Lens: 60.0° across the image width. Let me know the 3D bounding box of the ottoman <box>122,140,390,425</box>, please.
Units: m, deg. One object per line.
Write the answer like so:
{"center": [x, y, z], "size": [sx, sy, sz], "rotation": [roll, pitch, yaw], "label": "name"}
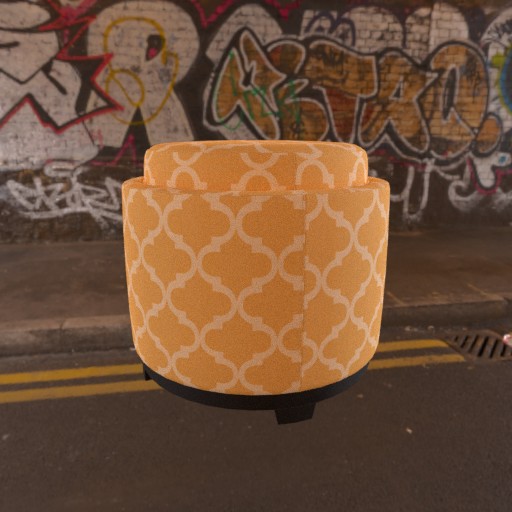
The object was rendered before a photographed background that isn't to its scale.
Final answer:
{"center": [0.000, 0.000, 0.849], "size": [0.480, 0.429, 0.480], "rotation": [0, 15, 0], "label": "ottoman"}
